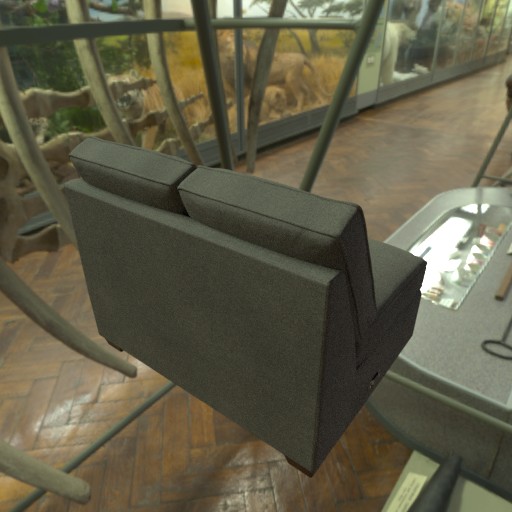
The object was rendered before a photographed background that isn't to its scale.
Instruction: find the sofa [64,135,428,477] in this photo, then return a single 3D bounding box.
[{"bbox_3d":[0.000,0.000,1.931,1.237,1.008,0.951,21,35,32],"label":"sofa"}]
